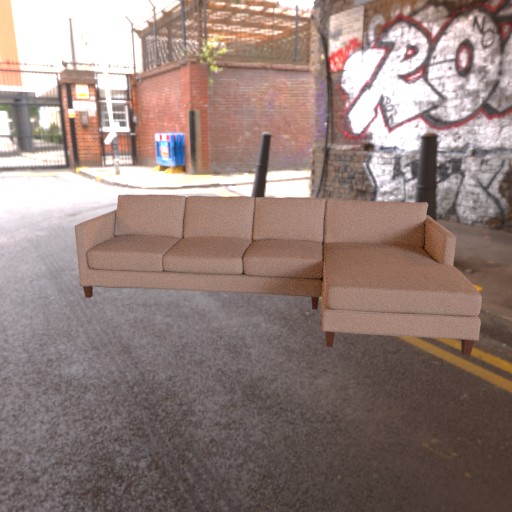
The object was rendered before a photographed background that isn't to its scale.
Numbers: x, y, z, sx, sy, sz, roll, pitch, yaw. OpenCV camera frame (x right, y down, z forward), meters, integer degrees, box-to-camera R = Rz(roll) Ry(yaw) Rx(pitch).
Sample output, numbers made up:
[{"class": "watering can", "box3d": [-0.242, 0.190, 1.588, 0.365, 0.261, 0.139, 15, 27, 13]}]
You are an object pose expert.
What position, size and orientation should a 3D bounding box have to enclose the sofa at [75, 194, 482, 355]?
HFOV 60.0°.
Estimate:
[{"class": "sofa", "box3d": [0.000, 0.000, 3.808, 3.186, 0.861, 1.625, 2, 15, 8]}]
